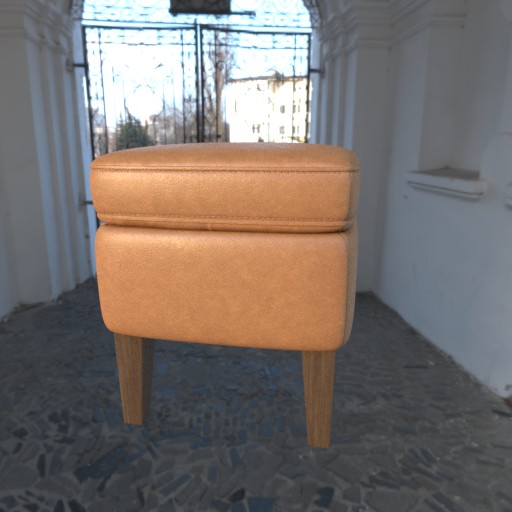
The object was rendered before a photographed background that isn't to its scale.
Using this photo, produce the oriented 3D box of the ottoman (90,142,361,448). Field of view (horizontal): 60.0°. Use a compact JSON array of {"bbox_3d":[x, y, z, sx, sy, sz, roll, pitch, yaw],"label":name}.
[{"bbox_3d":[0.000,0.000,0.965,0.420,0.480,0.670,3,14,11],"label":"ottoman"}]
